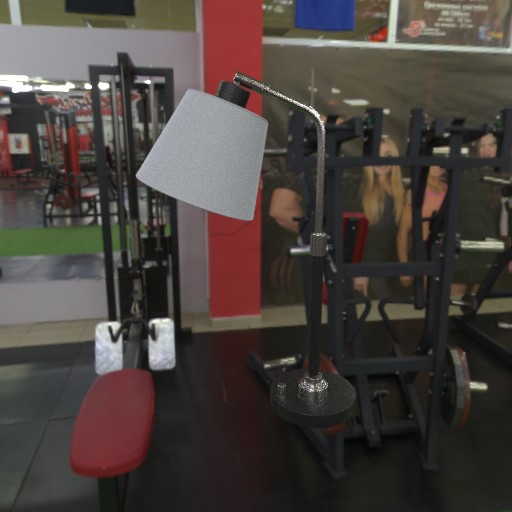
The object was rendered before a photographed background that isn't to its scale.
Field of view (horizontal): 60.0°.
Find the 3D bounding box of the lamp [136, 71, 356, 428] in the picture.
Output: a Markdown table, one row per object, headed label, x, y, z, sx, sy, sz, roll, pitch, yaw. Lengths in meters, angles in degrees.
| label | x | y | z | sx | sy | sz | roll | pitch | yaw |
| --- | --- | --- | --- | --- | --- | --- | --- | --- | --- |
| lamp | 0.000 | 0.000 | 0.695 | 0.348 | 0.539 | 0.181 | -2 | 15 | -8 |
